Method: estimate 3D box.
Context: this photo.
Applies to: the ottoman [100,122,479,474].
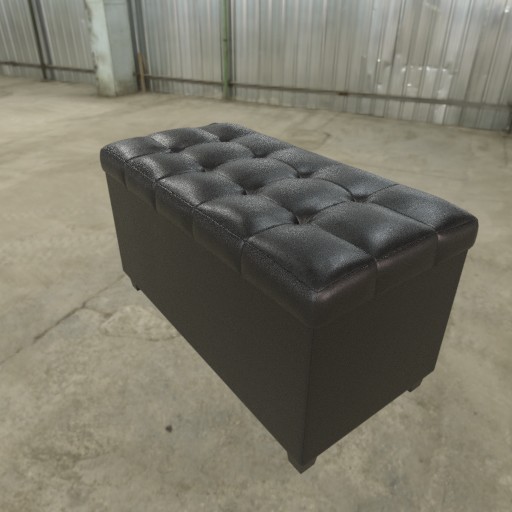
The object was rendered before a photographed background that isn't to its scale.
[{"bbox_3d":[0.000,0.000,1.091,0.432,0.470,0.838,-21,37,-31],"label":"ottoman"}]
